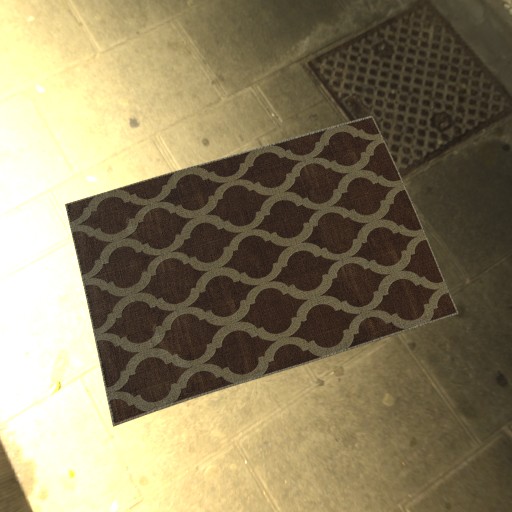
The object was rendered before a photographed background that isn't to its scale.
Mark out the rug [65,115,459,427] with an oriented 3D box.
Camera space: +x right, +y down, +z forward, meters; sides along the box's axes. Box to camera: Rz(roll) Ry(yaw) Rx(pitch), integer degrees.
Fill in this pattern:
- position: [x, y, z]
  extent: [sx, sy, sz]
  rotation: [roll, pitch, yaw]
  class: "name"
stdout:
- position: [0.000, 0.000, 2.948]
  extent: [2.284, 0.008, 1.522]
  rotation: [-17, 75, -5]
  class: "rug"
